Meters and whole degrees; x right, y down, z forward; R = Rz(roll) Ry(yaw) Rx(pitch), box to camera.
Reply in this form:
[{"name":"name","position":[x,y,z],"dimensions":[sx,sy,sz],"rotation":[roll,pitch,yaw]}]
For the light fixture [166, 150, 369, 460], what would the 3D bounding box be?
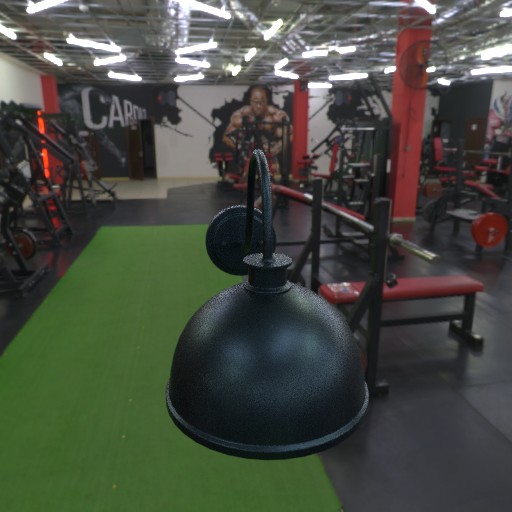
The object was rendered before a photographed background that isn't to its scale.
[{"name":"light fixture","position":[0.000,0.000,0.628],"dimensions":[0.253,0.295,0.467],"rotation":[-2,16,-7]}]
